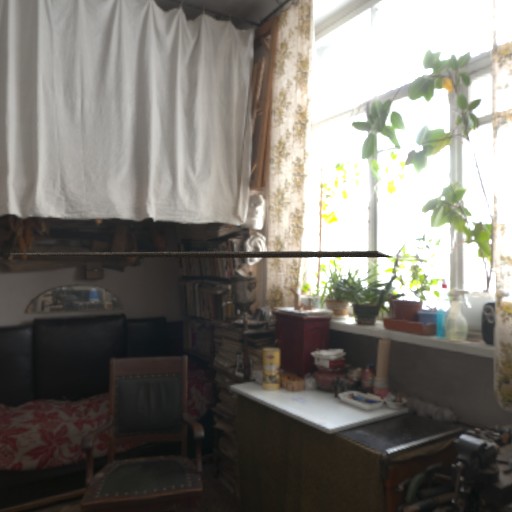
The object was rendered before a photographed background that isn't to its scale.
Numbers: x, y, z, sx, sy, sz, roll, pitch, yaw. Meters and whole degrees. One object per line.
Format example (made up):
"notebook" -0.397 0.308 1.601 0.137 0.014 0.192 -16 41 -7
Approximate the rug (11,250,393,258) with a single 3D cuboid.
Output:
"rug" 0.000 0.000 4.247 2.438 0.013 3.353 0 -1 18
